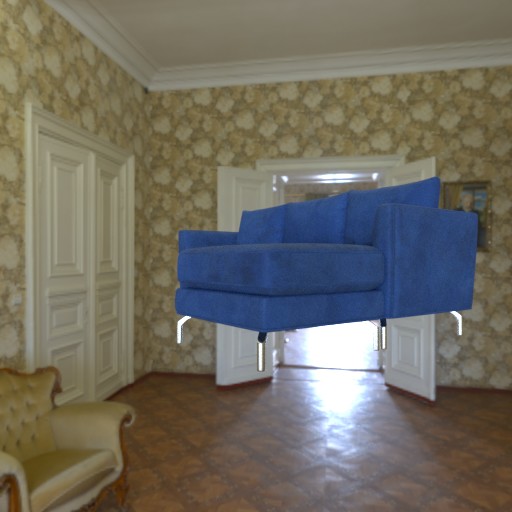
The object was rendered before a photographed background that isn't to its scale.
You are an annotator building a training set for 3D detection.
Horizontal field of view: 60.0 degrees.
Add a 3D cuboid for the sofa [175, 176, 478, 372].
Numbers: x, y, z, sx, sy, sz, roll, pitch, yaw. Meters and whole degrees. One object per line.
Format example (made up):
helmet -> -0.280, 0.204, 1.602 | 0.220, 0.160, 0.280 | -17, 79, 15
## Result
sofa -> 0.000, 0.000, 3.224 | 1.622, 0.987, 2.438 | 1, -1, -36
